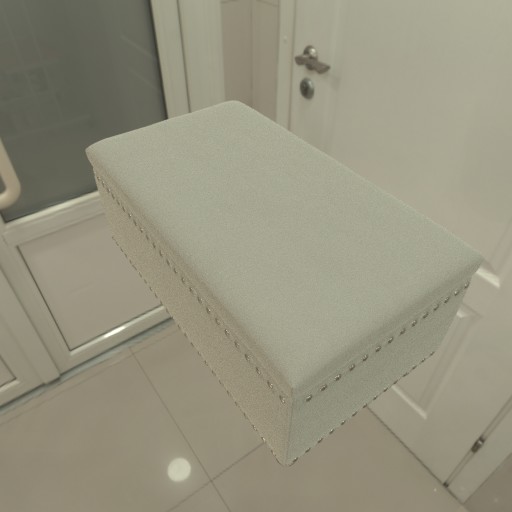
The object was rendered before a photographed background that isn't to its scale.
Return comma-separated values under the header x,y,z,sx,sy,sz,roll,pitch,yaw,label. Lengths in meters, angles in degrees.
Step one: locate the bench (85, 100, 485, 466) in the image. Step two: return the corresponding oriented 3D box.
x,y,z,sx,sy,sz,roll,pitch,yaw,label
0.000,0.000,1.170,0.500,0.449,0.887,-27,50,-25,bench
